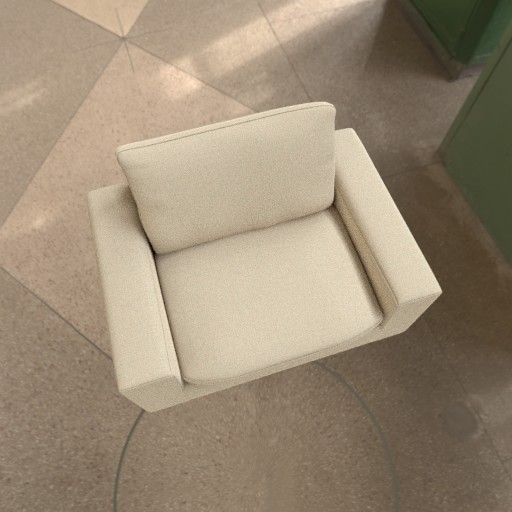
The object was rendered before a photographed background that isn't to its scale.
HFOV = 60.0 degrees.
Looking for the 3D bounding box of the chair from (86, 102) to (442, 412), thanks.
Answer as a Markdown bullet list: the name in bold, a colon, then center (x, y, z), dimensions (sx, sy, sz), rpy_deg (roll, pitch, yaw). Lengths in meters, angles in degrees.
- **chair**: center (0.000, 0.000, 2.079), dimensions (1.398, 0.915, 1.039), rpy_deg (-16, 64, -8)
